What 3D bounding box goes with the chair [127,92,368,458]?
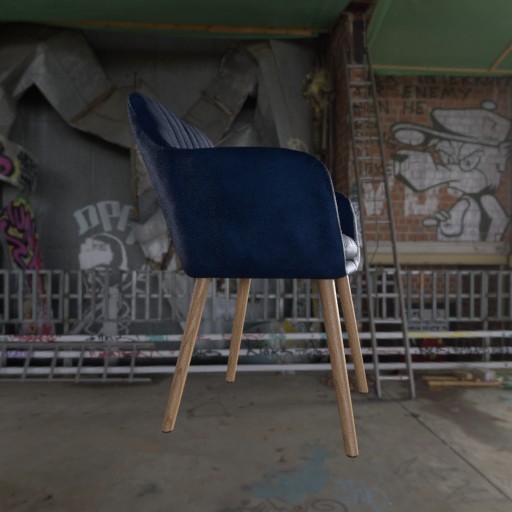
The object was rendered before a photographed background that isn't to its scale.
[{"bbox_3d":[0.000,0.000,1.208,0.573,0.826,0.578,0,0,17],"label":"chair"}]
